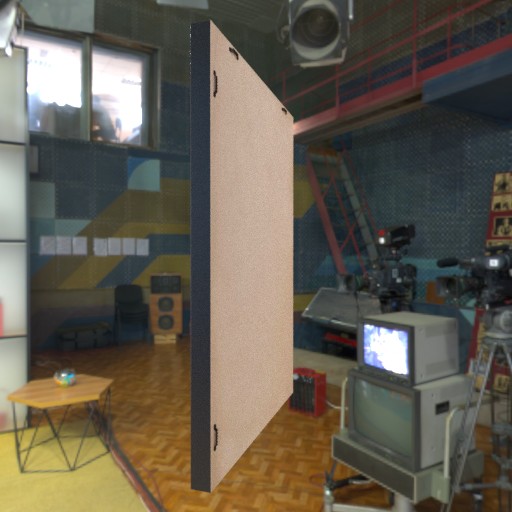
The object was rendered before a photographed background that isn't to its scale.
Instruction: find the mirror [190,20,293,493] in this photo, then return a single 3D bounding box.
[{"bbox_3d":[0.000,0.000,0.909,0.039,0.710,0.507,0,1,19],"label":"mirror"}]
